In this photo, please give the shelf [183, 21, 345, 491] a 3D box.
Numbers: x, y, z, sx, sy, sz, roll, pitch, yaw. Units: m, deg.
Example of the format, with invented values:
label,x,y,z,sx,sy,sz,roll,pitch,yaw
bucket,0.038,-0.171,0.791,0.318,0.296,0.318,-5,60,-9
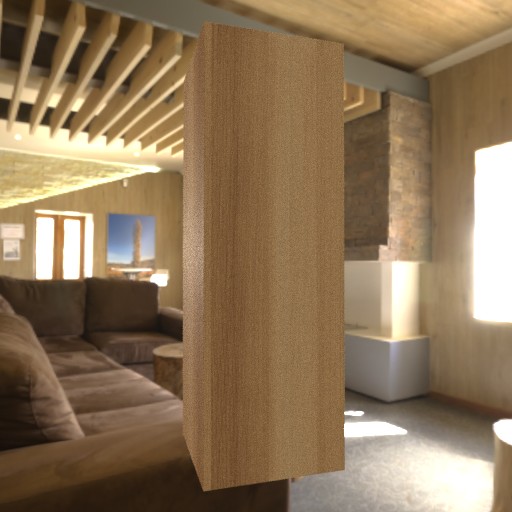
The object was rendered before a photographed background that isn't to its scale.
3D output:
label,x,y,z,sx,sy,sz,roll,pitch,yaw
shelf,0.000,0.000,1.003,0.290,0.872,0.290,0,-1,-17
